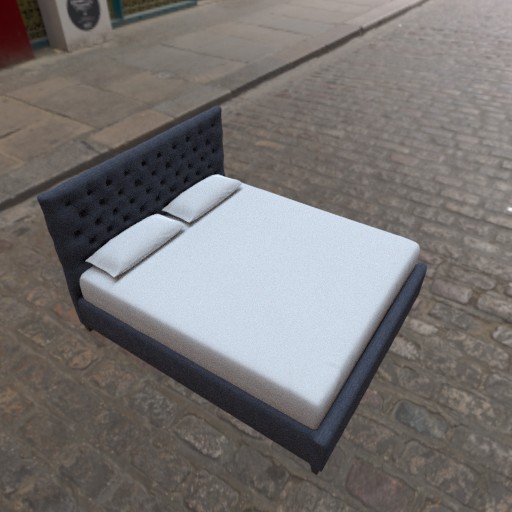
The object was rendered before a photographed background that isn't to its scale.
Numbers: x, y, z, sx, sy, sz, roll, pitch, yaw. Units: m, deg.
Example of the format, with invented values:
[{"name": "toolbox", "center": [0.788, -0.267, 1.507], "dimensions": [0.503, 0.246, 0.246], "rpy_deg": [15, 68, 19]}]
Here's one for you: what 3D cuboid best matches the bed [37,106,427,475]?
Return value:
[{"name": "bed", "center": [0.000, 0.000, 3.684], "dimensions": [2.387, 1.427, 2.078], "rpy_deg": [23, 45, 25]}]
